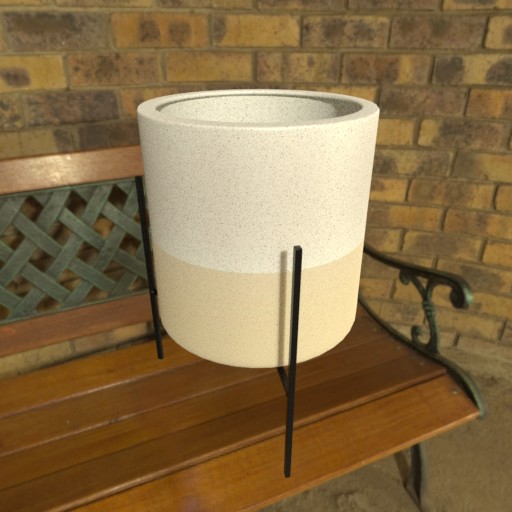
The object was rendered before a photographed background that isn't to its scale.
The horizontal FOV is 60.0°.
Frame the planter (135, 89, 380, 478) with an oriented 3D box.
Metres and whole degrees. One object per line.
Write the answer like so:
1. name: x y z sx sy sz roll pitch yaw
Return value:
1. planter: 0.000 0.000 0.540 0.263 0.362 0.267 18 32 31
